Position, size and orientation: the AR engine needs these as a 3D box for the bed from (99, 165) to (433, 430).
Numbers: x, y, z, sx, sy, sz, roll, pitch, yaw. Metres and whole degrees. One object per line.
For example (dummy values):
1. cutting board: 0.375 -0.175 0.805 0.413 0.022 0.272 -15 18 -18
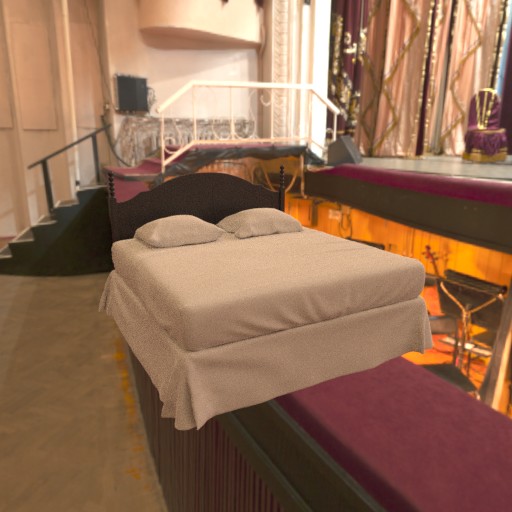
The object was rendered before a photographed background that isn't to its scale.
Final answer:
1. bed: 0.000 0.000 3.774 2.322 1.355 2.219 -8 17 -28
